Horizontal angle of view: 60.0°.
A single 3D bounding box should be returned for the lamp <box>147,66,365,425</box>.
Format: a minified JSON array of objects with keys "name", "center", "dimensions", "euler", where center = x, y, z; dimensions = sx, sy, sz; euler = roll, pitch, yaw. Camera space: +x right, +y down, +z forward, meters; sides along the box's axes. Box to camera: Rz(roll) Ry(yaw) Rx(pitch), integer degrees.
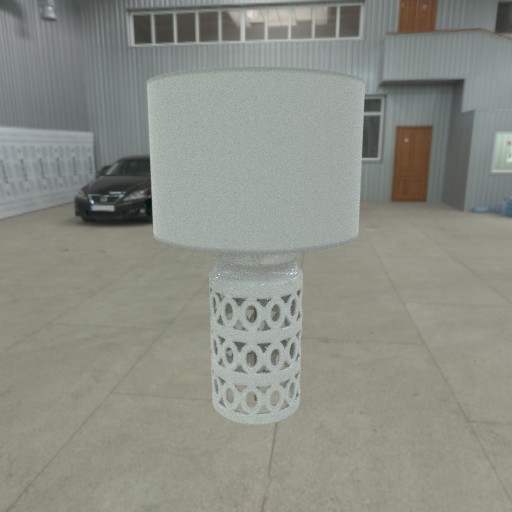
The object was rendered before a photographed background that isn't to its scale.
[{"name":"lamp","center":[0.000,0.000,0.695],"dimensions":[0.310,0.502,0.310],"euler":[0,14,0]}]
